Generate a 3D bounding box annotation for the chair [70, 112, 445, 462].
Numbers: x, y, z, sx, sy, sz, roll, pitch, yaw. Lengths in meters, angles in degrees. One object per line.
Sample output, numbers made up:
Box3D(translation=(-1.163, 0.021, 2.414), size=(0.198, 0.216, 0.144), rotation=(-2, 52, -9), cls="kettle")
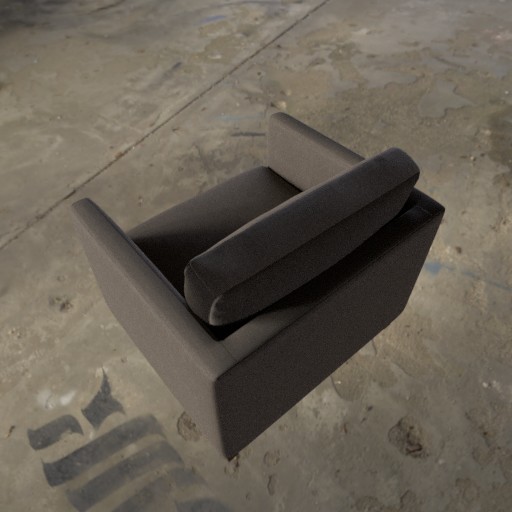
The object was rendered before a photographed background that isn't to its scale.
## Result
Box3D(translation=(0.000, 0.000, 1.837), size=(1.107, 0.963, 0.959), rotation=(-32, 55, -26), cls="chair")
